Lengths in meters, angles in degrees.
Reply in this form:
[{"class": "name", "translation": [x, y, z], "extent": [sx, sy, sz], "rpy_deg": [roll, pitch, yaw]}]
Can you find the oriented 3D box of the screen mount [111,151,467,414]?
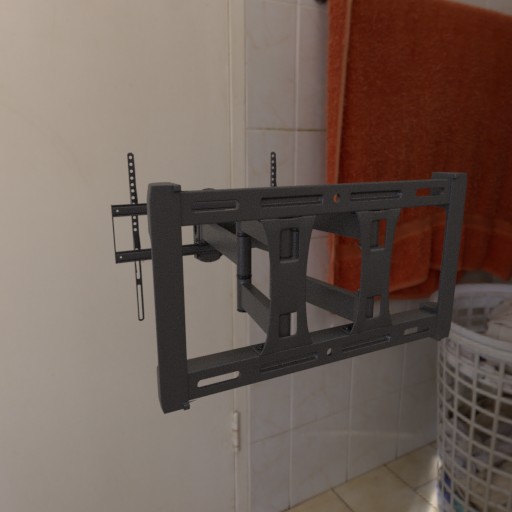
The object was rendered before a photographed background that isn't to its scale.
[{"class": "screen mount", "translation": [0.000, 0.000, 0.942], "extent": [0.571, 0.424, 0.556], "rpy_deg": [-7, 16, -26]}]
